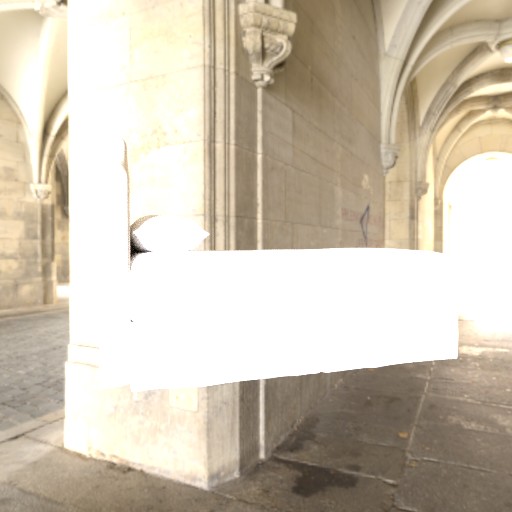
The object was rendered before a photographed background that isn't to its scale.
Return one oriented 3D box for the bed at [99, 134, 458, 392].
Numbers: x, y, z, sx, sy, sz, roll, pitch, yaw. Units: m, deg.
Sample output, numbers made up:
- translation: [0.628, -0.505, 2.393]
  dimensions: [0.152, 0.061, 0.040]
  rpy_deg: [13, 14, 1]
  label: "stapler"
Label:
- translation: [0.000, 0.000, 3.833]
  dimensions: [2.548, 1.524, 2.134]
  rpy_deg: [0, 1, -19]
  label: "bed"
